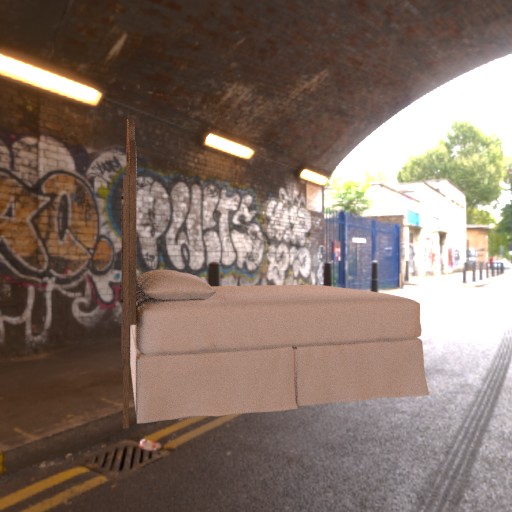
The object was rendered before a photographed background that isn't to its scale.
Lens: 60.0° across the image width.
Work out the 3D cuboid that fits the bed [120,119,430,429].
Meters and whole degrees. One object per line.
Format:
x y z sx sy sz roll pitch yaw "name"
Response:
0.000 0.000 3.663 2.138 2.019 1.713 0 0 -17 "bed"
